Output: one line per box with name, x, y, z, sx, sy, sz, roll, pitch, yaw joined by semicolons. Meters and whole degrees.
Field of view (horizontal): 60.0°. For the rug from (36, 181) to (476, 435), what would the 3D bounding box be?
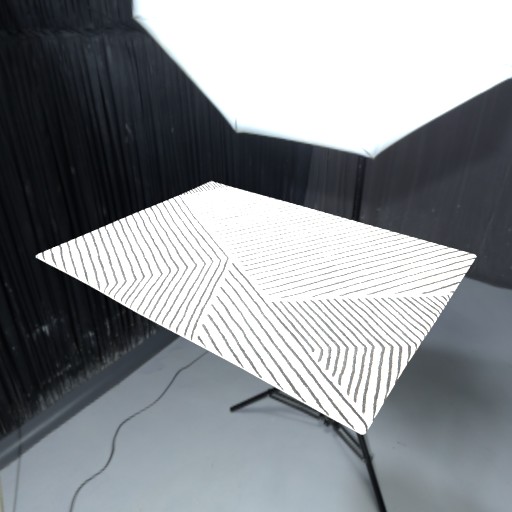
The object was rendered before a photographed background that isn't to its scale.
rug;0.000;0.000;3.061;2.449;0.028;1.829;20;36;31
